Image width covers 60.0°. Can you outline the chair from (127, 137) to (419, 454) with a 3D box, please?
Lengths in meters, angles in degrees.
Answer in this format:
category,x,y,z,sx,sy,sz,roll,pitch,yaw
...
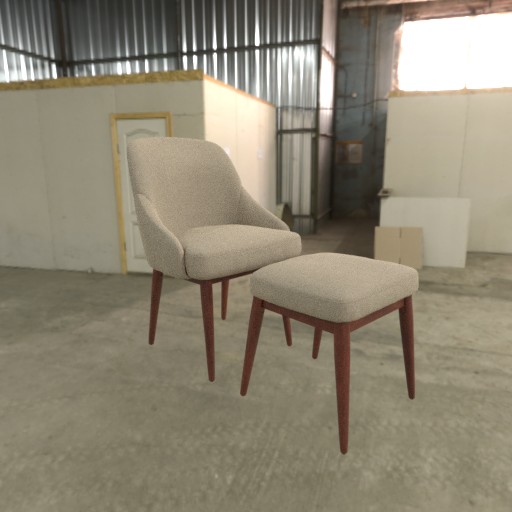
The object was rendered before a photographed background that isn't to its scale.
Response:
category,x,y,z,sx,sy,sz,roll,pitch,yaw
chair,0.000,0.000,1.635,0.584,0.866,1.114,-13,19,-43
